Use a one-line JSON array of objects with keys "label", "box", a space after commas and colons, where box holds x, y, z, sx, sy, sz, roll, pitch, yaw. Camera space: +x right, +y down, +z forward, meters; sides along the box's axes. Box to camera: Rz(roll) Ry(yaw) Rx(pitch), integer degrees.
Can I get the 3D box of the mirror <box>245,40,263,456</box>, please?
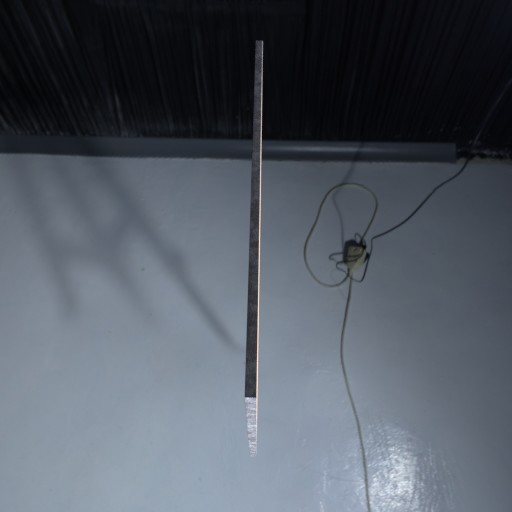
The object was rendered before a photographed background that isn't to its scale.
[{"label": "mirror", "box": [0.000, 0.000, 1.446, 0.022, 0.795, 1.101, 1, 59, 1]}]
